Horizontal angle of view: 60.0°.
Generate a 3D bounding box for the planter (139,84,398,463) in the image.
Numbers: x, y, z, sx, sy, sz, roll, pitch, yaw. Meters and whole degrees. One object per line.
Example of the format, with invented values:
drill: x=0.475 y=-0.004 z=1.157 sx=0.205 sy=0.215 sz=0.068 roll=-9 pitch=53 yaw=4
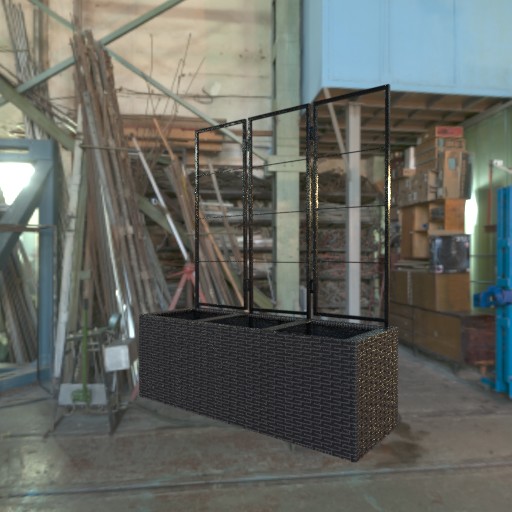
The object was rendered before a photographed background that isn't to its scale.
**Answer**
planter: x=0.000 y=0.000 z=1.205 sx=0.699 sy=0.841 sz=0.244 roll=0 pitch=0 yaw=38
